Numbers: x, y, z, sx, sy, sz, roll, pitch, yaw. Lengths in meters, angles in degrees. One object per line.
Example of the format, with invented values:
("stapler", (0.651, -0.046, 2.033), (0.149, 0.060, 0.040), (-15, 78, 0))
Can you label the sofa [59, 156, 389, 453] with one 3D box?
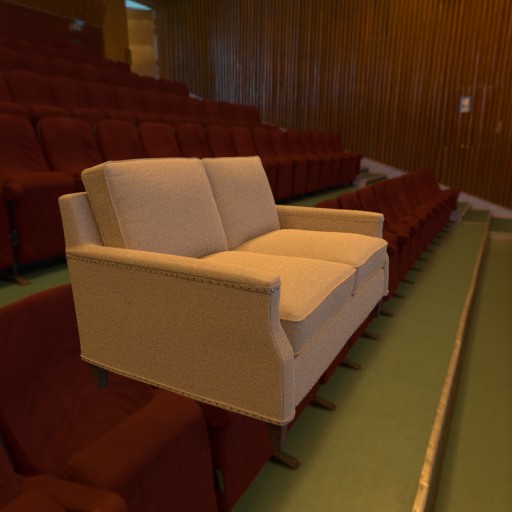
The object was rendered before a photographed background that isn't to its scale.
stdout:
("sofa", (0.000, 0.000, 2.309), (1.084, 1.003, 1.597), (7, 16, 27))
